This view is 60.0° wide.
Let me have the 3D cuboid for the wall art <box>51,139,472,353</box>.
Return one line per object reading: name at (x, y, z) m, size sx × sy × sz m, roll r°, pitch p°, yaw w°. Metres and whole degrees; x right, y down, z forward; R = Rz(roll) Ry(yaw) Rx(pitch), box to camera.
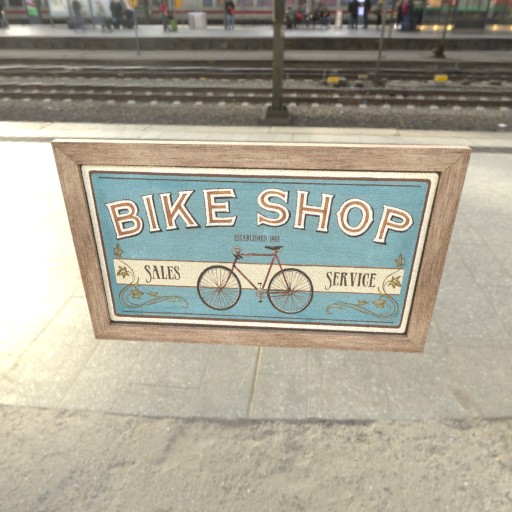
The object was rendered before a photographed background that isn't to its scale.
wall art at (0.000, 0.000, 0.944) m, size 0.780 × 0.480 × 0.021 m, roll 2°, pitch 29°, yaw 3°
